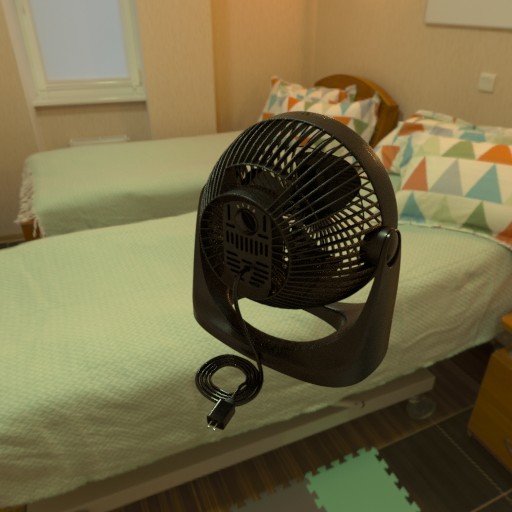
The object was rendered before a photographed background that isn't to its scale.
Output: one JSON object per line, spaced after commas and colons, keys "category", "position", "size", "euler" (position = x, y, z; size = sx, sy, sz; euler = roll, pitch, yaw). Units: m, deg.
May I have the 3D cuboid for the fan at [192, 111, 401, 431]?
{"category": "fan", "position": [0.000, 0.000, 0.493], "size": [0.273, 0.277, 0.256], "euler": [20, 36, 31]}
